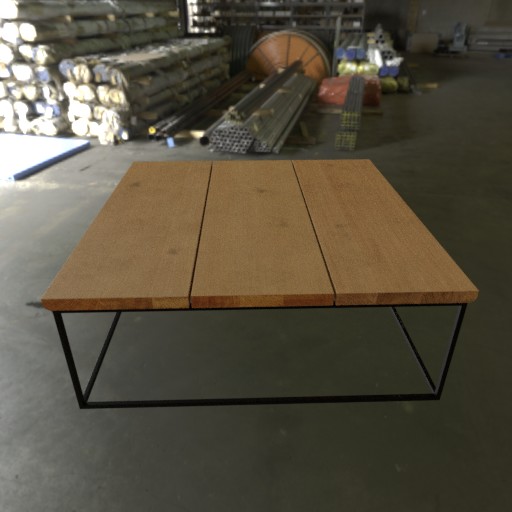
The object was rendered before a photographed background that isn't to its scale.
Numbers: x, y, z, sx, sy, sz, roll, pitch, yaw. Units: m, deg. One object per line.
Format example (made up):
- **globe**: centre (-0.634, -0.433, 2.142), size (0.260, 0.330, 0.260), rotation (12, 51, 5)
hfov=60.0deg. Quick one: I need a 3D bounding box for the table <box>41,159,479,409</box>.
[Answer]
- **table**: centre (0.000, 0.000, 1.687), size (1.100, 0.400, 1.100), rotation (-1, 30, -2)
